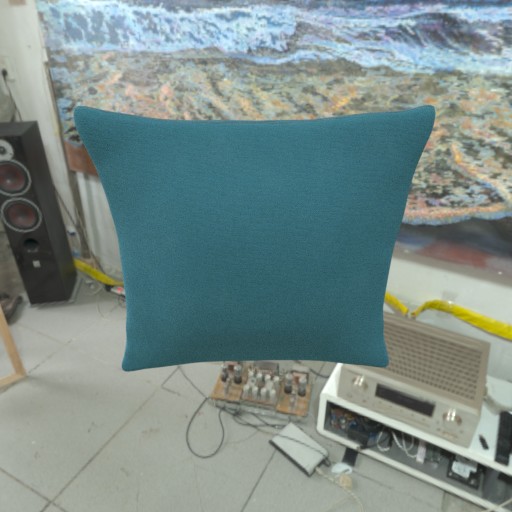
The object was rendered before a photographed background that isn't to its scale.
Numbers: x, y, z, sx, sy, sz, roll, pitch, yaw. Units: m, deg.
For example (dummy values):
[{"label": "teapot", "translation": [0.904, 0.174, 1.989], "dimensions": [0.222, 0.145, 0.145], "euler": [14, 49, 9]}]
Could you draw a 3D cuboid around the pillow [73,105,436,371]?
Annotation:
[{"label": "pillow", "translation": [0.000, 0.000, 0.628], "dimensions": [0.433, 0.415, 0.151], "euler": [-1, 30, -1]}]
